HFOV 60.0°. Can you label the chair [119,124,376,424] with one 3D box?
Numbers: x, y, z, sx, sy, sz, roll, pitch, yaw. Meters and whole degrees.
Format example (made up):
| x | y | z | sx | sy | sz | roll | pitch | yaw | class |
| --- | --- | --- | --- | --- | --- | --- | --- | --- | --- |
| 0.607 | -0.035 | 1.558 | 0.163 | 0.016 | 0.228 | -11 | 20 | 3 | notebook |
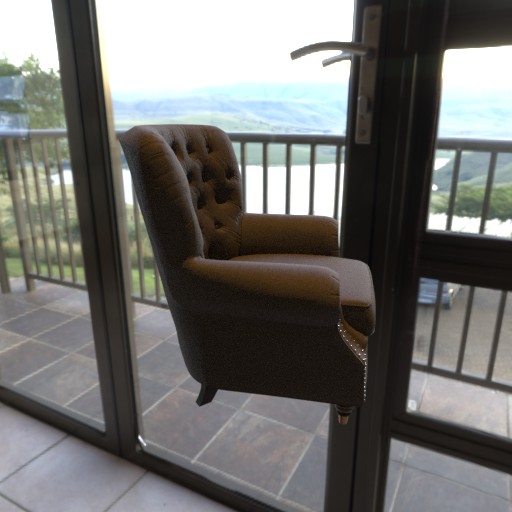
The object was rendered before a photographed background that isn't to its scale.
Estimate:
| x | y | z | sx | sy | sz | roll | pitch | yaw | class |
| --- | --- | --- | --- | --- | --- | --- | --- | --- | --- |
| 0.000 | 0.000 | 1.845 | 0.983 | 1.046 | 0.983 | 3 | 18 | 9 | chair |
